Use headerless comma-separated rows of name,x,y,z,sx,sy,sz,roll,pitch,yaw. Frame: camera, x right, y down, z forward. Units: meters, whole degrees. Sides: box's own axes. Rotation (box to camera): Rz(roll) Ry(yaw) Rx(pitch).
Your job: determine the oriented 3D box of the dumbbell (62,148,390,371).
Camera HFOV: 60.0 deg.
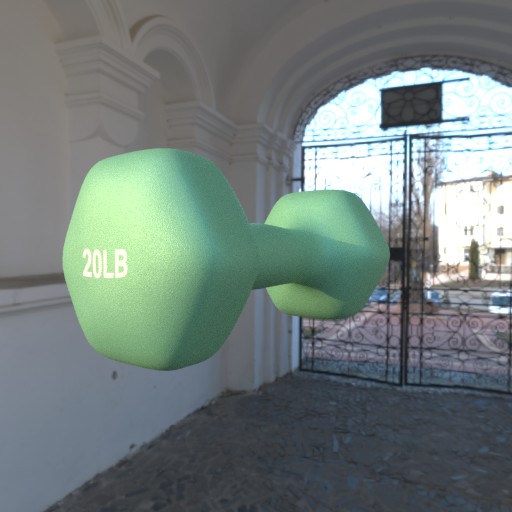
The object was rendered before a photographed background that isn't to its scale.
dumbbell,0.000,0.000,0.330,0.129,0.117,0.260,1,1,37
